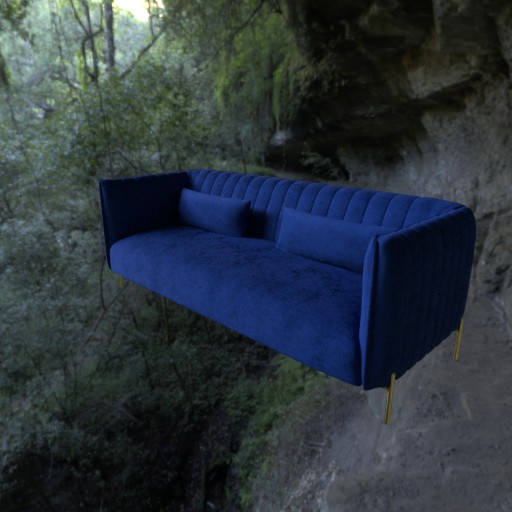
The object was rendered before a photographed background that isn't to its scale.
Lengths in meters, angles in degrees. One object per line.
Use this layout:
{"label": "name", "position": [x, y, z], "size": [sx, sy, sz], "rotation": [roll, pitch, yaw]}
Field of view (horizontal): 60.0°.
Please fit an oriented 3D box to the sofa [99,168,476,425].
{"label": "sofa", "position": [0.000, 0.000, 2.564], "size": [2.136, 0.793, 0.896], "rotation": [17, 24, 42]}
